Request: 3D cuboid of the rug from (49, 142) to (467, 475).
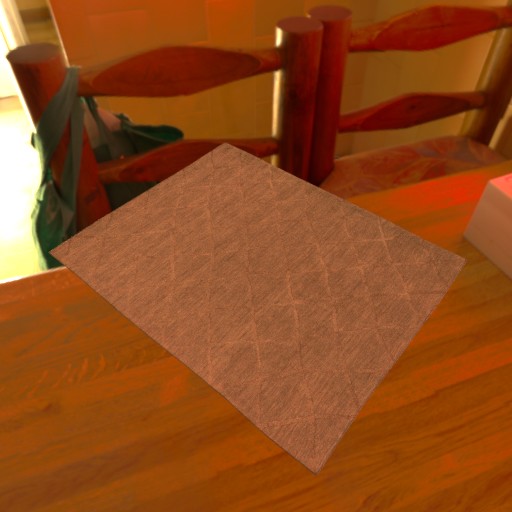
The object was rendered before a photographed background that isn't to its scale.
[{"bbox_3d":[0.000,0.000,4.094,3.048,0.013,2.438,32,54,26],"label":"rug"}]
